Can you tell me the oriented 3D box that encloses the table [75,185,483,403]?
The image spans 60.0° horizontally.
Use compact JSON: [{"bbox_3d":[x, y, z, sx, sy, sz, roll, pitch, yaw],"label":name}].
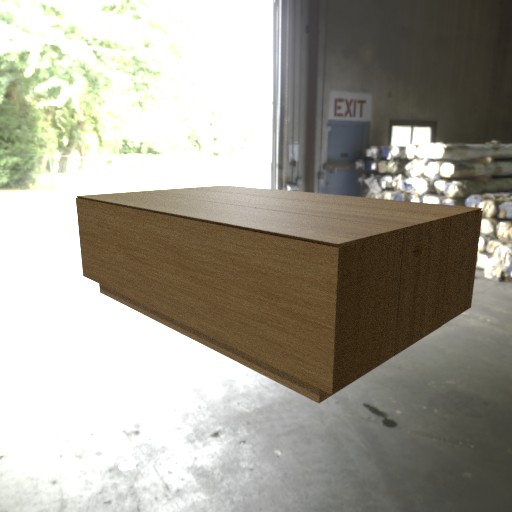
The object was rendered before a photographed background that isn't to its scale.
[{"bbox_3d":[0.000,0.000,1.428,0.678,0.353,1.110,-13,19,-43],"label":"table"}]
